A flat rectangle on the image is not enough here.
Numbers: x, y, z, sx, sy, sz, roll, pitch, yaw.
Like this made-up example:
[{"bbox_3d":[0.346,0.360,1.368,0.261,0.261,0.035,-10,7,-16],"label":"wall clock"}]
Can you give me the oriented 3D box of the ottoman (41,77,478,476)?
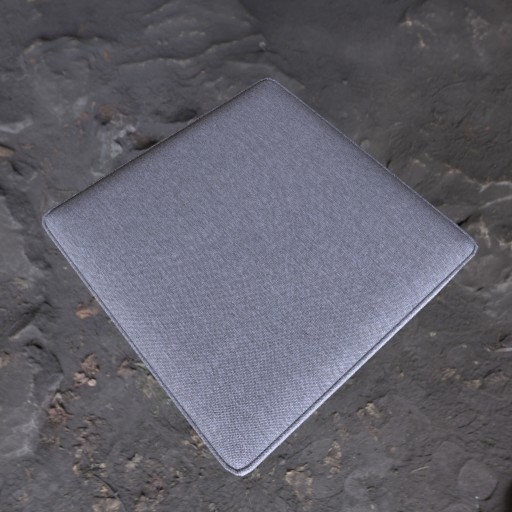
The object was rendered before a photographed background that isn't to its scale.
[{"bbox_3d":[0.000,0.000,1.549,1.005,0.455,1.005,-38,69,-17],"label":"ottoman"}]
